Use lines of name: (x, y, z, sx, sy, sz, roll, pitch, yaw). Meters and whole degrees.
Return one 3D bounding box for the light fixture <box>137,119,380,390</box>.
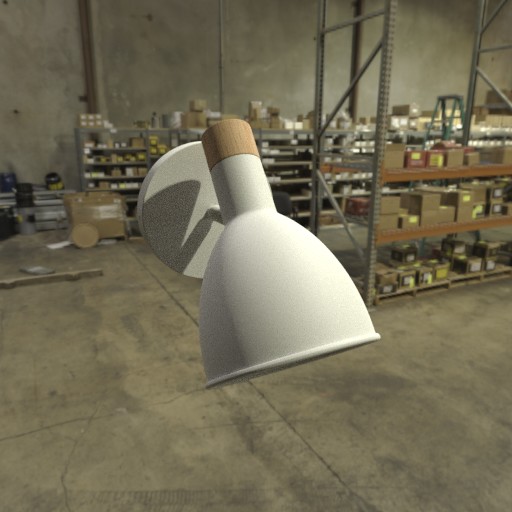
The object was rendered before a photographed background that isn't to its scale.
light fixture: (0.000, 0.000, 0.334, 0.127, 0.199, 0.209, -8, 18, -27)
